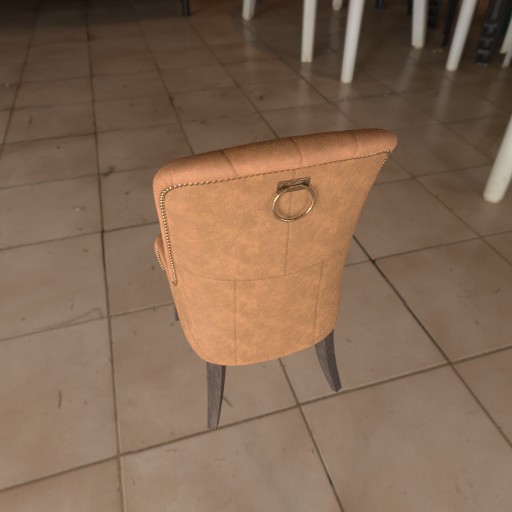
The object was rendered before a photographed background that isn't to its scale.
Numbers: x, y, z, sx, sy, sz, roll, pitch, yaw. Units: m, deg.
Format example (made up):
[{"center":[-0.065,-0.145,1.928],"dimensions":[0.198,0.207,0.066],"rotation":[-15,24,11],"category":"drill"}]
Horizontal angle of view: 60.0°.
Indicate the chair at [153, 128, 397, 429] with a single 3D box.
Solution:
[{"center":[0.000,0.000,1.504],"dimensions":[0.634,1.091,0.629],"rotation":[-12,42,-14],"category":"chair"}]
